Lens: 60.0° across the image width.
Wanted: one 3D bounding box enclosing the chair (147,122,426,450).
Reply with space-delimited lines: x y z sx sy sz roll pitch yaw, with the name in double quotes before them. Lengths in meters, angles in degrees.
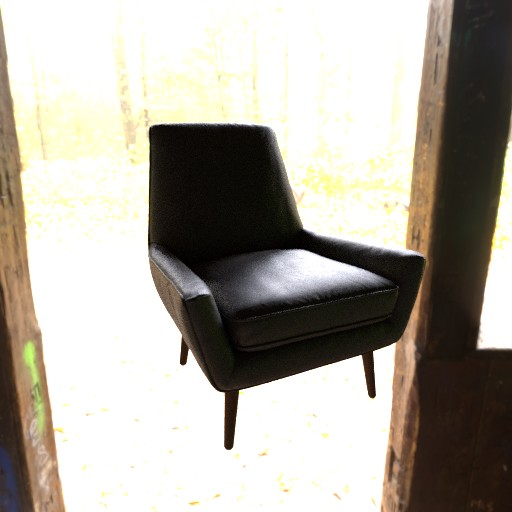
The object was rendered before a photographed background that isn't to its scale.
"chair" 0.000 0.000 1.519 0.787 0.888 0.822 -8 18 -27
